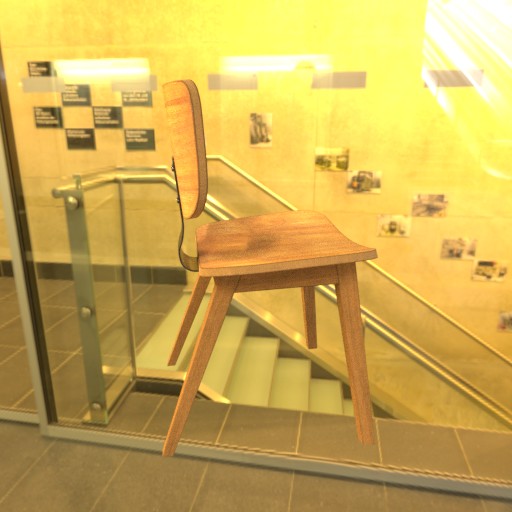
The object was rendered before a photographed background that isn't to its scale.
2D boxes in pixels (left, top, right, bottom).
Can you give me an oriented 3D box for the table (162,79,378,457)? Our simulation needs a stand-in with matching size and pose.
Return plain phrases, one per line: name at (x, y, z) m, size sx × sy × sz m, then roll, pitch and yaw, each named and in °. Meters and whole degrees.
table at (0.000, 0.000, 1.130) m, size 0.500 × 0.805 × 0.499 m, roll -3°, pitch 17°, yaw -9°
